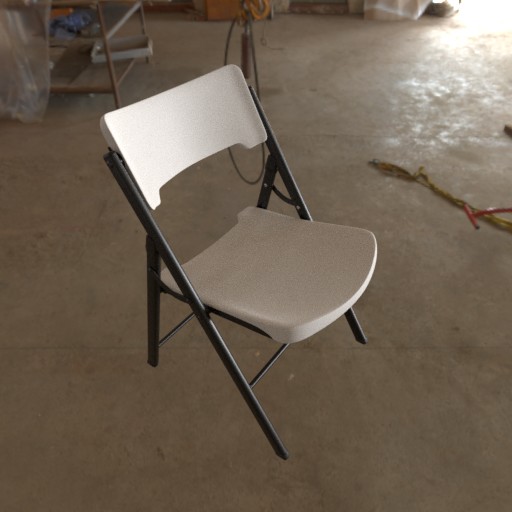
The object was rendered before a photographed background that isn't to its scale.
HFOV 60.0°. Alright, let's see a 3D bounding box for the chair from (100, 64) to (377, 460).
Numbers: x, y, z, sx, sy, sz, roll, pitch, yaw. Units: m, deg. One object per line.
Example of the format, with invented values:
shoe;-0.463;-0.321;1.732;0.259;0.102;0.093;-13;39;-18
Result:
chair;0.000;0.000;1.135;0.577;0.765;0.482;25;46;27
